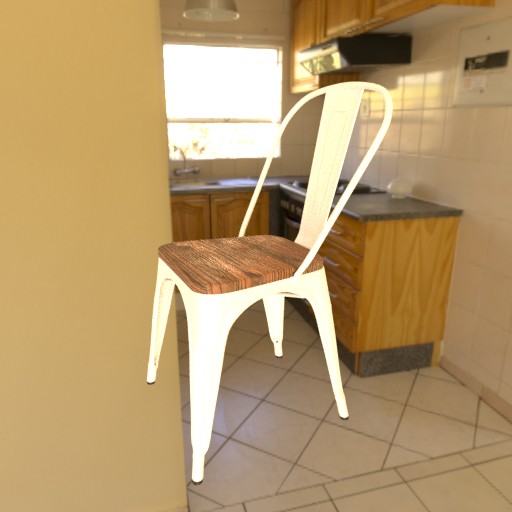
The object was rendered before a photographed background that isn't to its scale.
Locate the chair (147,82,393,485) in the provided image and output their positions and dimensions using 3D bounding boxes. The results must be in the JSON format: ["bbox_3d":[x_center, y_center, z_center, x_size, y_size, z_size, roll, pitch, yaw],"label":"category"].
[{"bbox_3d":[0.000,0.000,1.139,0.521,0.851,0.452,-8,19,-25],"label":"chair"}]
